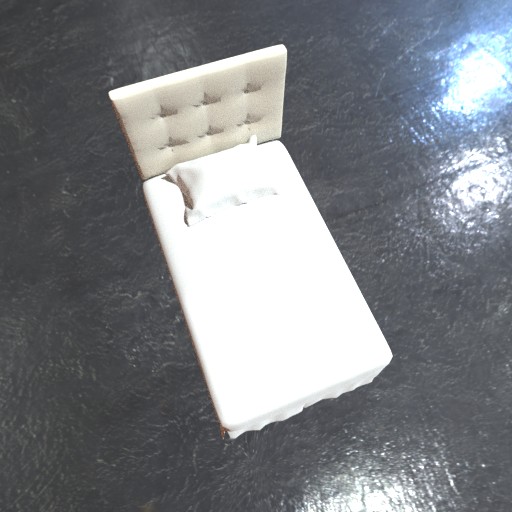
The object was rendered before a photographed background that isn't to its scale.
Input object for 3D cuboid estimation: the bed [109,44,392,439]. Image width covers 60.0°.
[{"bbox_3d":[0.000,0.000,3.026,1.261,1.571,1.997,-19,66,-9],"label":"bed"}]
